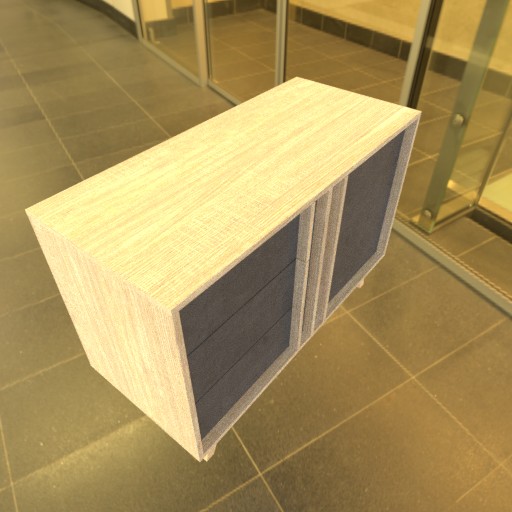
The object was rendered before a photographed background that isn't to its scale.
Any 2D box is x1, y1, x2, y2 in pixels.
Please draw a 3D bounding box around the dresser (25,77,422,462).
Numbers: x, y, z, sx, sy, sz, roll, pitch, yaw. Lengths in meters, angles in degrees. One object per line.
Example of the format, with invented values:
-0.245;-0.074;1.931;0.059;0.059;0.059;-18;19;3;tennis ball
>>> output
0.000;0.000;1.506;0.500;0.780;1.110;28;49;28;dresser
